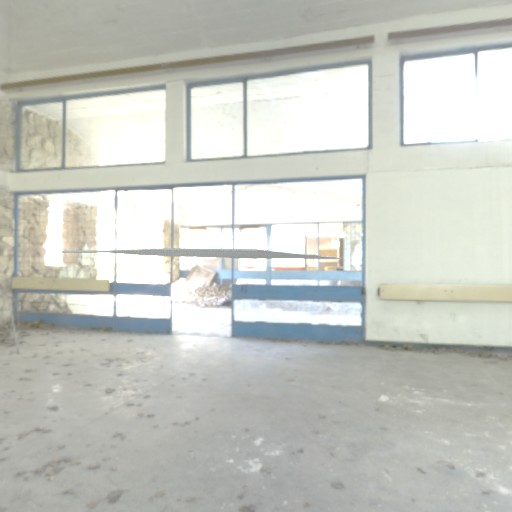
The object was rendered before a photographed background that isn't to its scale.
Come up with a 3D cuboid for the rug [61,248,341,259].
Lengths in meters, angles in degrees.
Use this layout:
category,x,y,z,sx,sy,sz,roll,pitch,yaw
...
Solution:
category,x,y,z,sx,sy,sz,roll,pitch,yaw
rug,0.000,0.000,2.693,0.762,0.013,2.439,0,-1,17
